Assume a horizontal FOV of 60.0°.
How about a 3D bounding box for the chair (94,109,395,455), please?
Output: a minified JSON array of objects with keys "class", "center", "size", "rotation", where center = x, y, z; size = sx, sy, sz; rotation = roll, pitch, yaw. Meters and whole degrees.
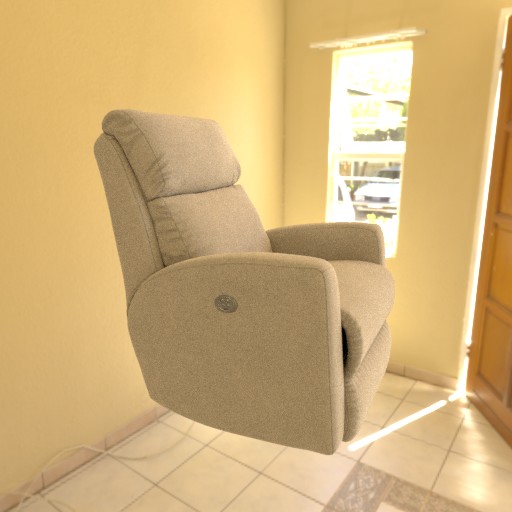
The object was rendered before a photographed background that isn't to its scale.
[{"class":"chair","center":[0.000,0.000,1.635],"size":[0.940,1.021,0.794],"rotation":[7,15,26]}]
